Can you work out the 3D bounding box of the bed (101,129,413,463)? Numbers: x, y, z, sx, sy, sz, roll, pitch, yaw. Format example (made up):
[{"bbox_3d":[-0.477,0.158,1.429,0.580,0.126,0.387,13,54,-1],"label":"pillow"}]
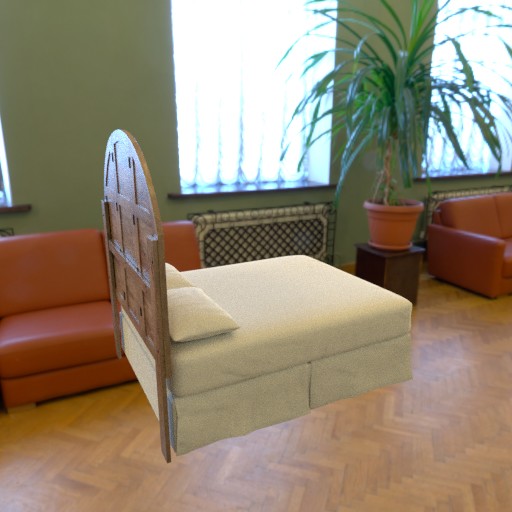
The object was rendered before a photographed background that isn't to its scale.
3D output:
[{"bbox_3d":[0.000,0.000,3.649,2.112,2.002,1.713,-8,18,-27],"label":"bed"}]
